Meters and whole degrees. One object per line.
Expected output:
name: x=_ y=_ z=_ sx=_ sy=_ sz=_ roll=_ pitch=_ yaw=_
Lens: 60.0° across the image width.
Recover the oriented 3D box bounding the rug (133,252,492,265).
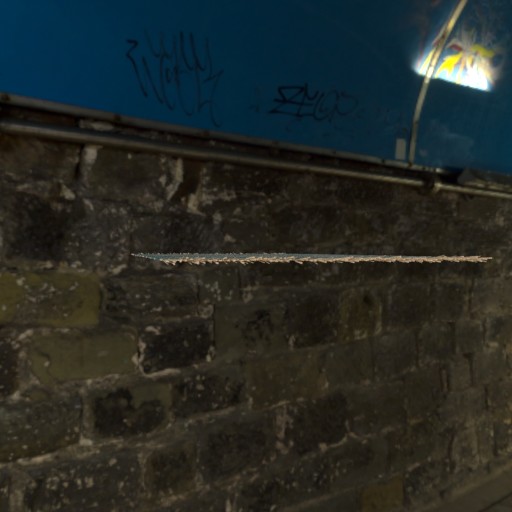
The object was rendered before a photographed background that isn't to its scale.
rug: x=0.000 y=0.000 z=2.345 sx=1.181 sy=0.028 sz=1.936 roll=0 pitch=1 yaw=-18
